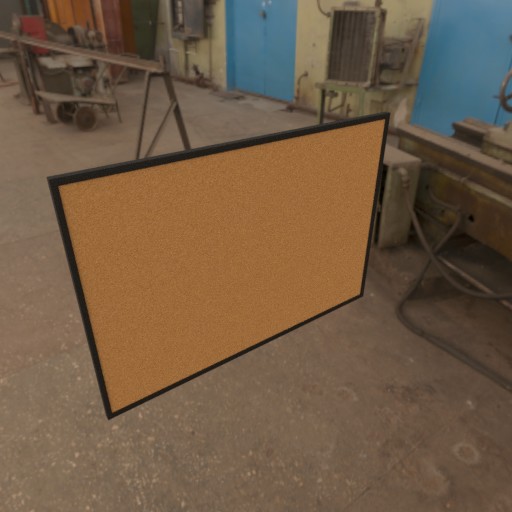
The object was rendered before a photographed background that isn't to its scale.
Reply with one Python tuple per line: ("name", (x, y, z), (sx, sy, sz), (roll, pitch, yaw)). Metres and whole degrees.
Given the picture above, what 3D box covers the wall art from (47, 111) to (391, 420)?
("wall art", (0.000, 0.000, 0.857), (0.664, 0.458, 0.013), (-20, 36, -30))
